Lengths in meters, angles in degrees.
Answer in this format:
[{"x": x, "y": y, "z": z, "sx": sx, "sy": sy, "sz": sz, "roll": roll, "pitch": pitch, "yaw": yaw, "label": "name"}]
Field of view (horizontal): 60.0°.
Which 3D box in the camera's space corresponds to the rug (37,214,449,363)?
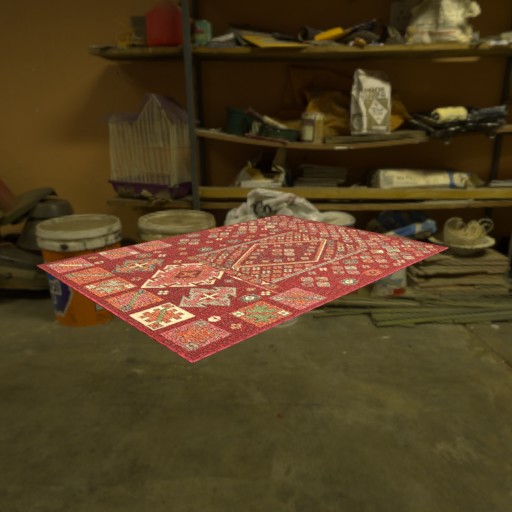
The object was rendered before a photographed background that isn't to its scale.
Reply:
[{"x": 0.000, "y": 0.000, "z": 2.878, "sx": 2.184, "sy": 0.007, "sz": 1.579, "roll": -16, "pitch": 23, "yaw": -42, "label": "rug"}]
